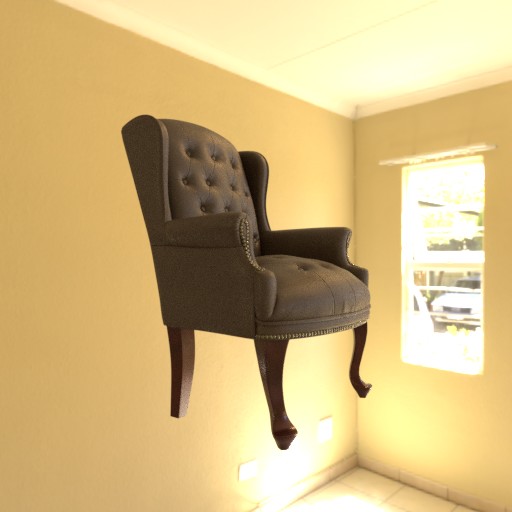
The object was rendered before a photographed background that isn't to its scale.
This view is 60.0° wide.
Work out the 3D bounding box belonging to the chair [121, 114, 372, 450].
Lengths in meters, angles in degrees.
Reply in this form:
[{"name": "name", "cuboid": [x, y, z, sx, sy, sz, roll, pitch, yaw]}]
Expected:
[{"name": "chair", "cuboid": [0.000, 0.000, 1.722, 0.819, 1.132, 0.829, 0, -1, 35]}]
